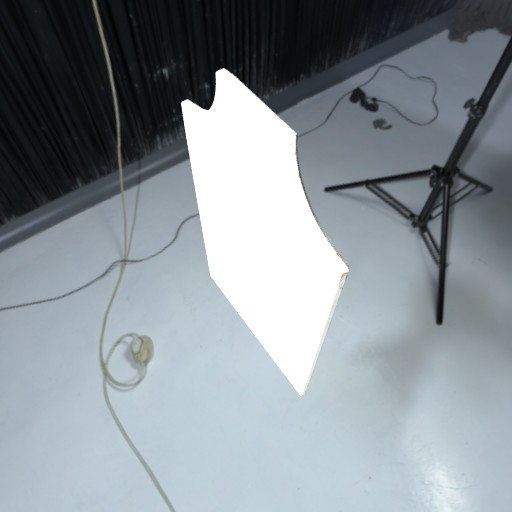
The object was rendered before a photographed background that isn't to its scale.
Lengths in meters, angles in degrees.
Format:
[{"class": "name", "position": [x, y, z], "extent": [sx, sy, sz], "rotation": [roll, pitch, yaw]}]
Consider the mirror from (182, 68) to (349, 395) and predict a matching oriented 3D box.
[{"class": "mirror", "position": [0.000, 0.000, 0.844], "extent": [0.022, 0.717, 0.403], "rotation": [-31, 63, -18]}]
